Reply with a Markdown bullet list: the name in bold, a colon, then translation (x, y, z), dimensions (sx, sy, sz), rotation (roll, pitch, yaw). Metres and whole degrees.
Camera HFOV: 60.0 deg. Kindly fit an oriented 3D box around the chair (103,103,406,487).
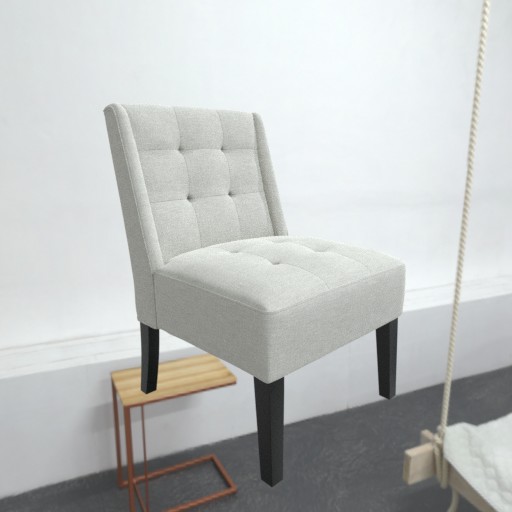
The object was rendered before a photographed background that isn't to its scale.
- **chair**: translation (0.000, 0.000, 1.281), dimensions (0.569, 0.853, 0.676), rotation (-13, 19, -42)
